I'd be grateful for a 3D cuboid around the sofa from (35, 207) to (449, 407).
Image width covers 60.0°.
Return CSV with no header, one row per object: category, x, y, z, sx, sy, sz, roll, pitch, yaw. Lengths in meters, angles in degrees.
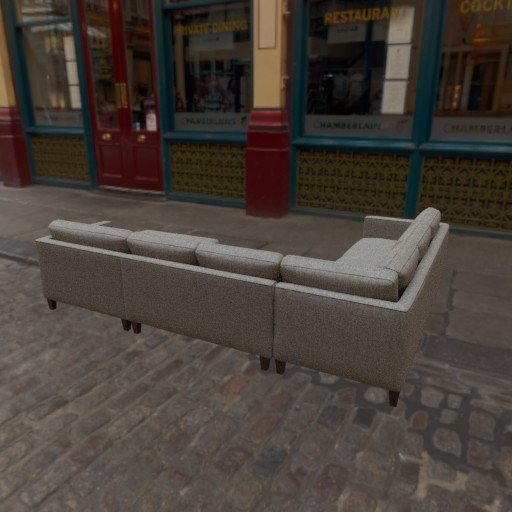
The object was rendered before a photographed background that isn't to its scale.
sofa,0.000,0.000,4.509,3.403,0.889,2.551,9,20,26
